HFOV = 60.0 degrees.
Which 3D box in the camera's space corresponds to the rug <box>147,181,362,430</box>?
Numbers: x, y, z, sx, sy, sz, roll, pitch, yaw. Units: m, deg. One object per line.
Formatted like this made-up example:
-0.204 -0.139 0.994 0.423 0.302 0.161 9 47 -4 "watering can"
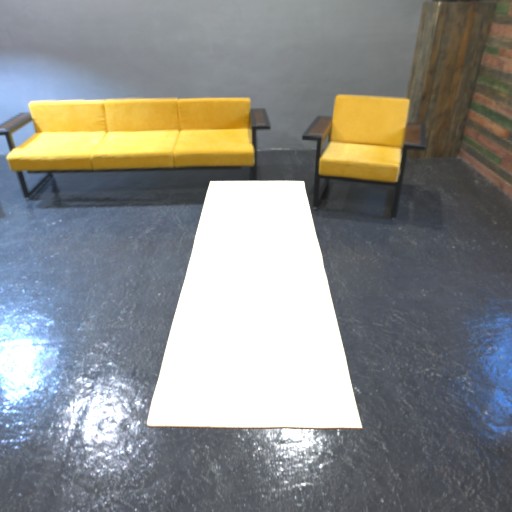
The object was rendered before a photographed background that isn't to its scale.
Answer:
0.000 0.000 2.657 0.793 0.014 2.450 0 31 0 "rug"
